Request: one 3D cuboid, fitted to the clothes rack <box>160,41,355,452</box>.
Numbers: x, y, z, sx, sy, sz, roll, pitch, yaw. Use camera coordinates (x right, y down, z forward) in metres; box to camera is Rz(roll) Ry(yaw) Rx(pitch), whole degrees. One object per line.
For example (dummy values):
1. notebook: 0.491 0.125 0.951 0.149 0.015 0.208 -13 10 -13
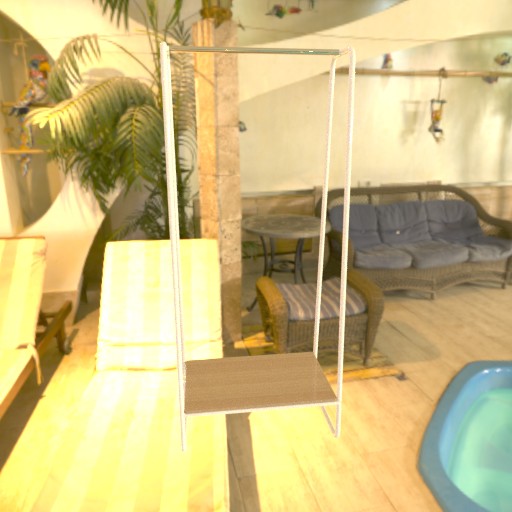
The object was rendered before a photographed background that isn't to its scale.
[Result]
1. clothes rack: 0.000 0.000 1.743 0.640 1.500 0.400 -2 17 -7
